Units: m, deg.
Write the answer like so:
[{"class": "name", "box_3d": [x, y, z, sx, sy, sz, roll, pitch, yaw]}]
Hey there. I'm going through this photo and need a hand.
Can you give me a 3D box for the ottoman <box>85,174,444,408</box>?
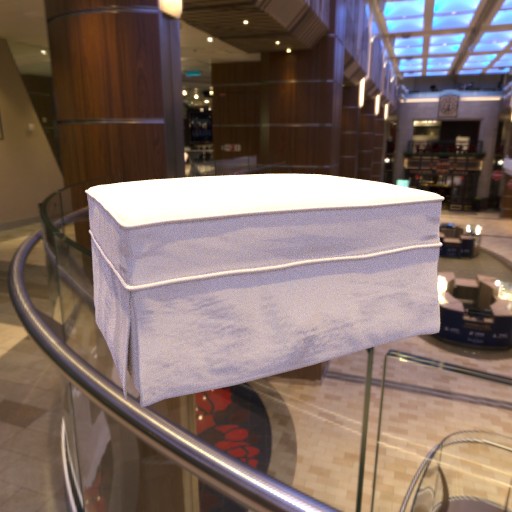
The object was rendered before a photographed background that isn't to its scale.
[{"class": "ottoman", "box_3d": [0.000, 0.000, 1.380, 0.944, 0.479, 0.703, -7, 17, -26]}]
